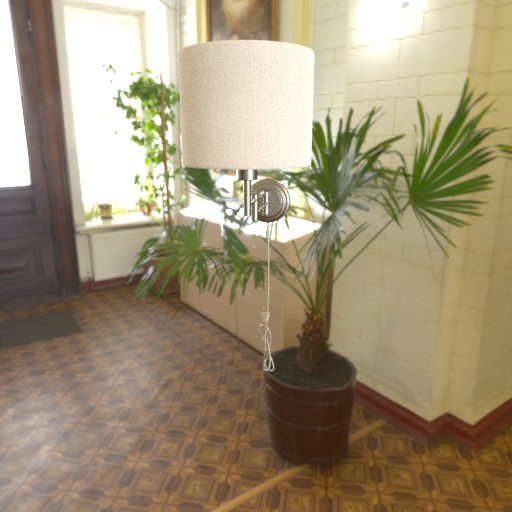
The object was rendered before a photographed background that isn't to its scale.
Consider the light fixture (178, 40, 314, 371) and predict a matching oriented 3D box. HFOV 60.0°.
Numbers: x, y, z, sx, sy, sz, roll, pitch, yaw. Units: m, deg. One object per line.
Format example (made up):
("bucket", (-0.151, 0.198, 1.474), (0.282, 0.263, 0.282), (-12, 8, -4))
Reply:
("light fixture", (0.000, 0.000, 1.045), (0.253, 0.842, 0.479), (2, 15, 9))
